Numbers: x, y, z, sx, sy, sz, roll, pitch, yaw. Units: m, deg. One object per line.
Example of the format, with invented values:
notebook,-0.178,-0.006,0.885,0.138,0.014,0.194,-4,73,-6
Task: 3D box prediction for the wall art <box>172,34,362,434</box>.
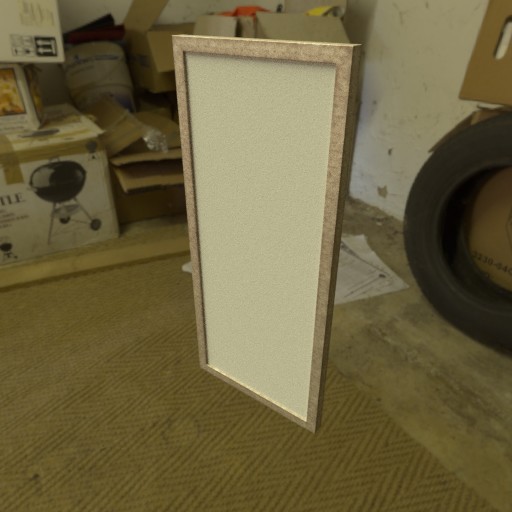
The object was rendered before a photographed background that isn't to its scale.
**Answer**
wall art,0.000,0.000,1.660,0.648,1.461,0.051,20,36,31
